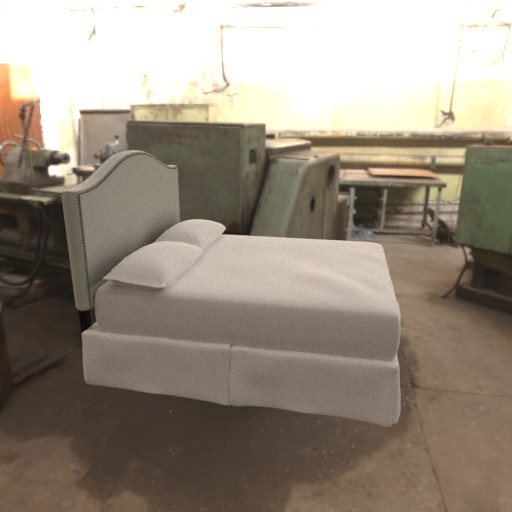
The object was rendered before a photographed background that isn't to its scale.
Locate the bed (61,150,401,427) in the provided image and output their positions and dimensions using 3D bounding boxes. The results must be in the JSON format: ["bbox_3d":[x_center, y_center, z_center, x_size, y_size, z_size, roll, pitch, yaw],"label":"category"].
[{"bbox_3d":[0.000,0.000,3.528,2.180,1.607,1.813,3,17,11],"label":"bed"}]
